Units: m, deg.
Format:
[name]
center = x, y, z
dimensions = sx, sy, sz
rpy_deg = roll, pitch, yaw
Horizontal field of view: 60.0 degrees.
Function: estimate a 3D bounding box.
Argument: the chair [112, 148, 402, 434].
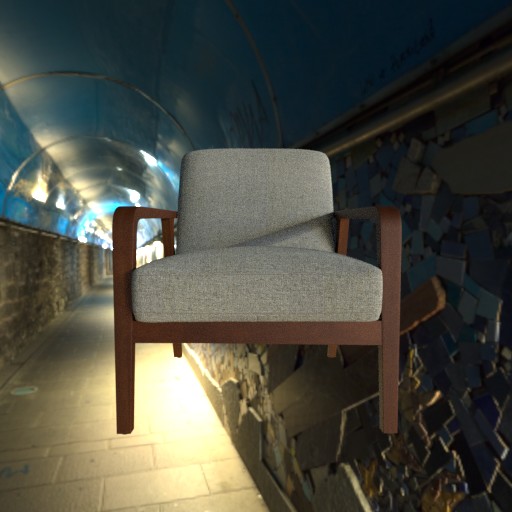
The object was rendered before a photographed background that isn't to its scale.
[chair]
center = 0.000, 0.000, 1.465
dimensions = 0.704, 0.847, 0.858
rpy_deg = 0, 1, 0
